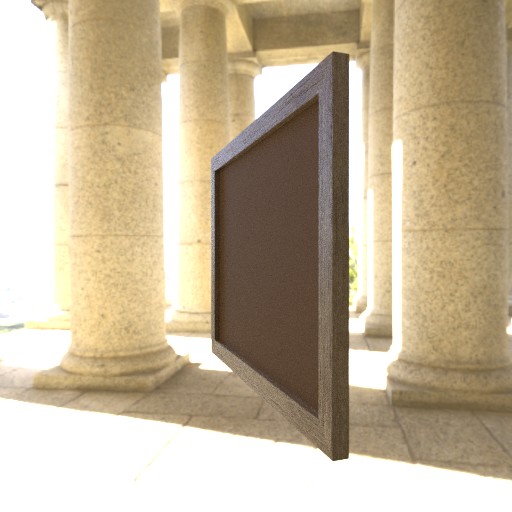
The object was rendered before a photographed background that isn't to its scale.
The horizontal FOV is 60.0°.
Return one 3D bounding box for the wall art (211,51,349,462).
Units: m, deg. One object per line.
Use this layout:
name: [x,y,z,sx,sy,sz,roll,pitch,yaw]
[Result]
wall art: [0.000,0.000,0.907,0.026,0.535,0.690,0,0,-19]
